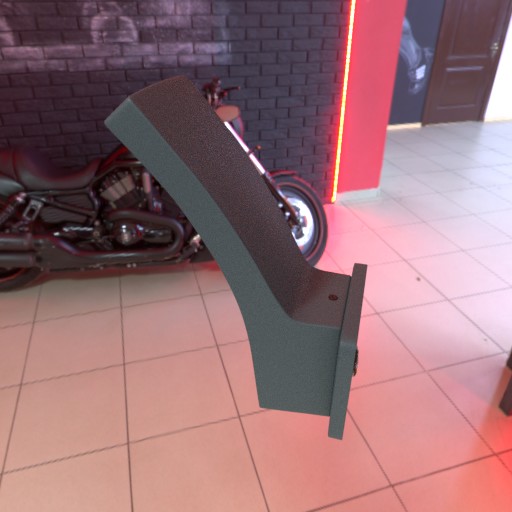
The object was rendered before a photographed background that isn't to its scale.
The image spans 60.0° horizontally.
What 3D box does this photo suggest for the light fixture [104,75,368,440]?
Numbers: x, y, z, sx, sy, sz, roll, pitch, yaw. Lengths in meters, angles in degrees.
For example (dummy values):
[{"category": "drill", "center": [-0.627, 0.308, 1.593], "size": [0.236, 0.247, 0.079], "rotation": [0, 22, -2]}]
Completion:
[{"category": "light fixture", "center": [0.000, 0.000, 0.335], "size": [0.174, 0.243, 0.108], "rotation": [8, 32, 14]}]
